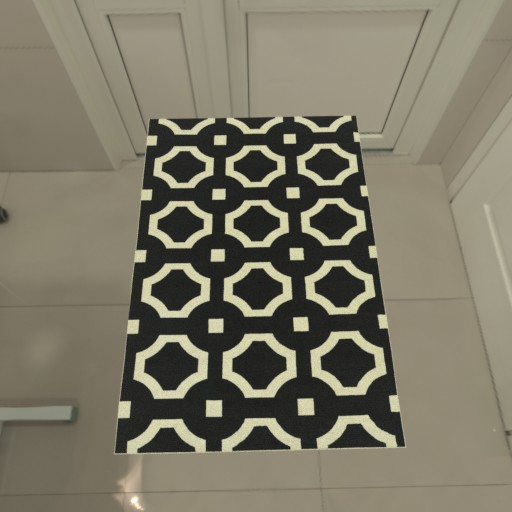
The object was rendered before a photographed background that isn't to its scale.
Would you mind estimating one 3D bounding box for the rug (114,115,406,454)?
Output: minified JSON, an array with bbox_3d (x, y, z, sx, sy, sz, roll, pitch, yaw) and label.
[{"bbox_3d":[0.000,0.000,2.833,1.555,0.016,2.286,-1,65,-1],"label":"rug"}]
